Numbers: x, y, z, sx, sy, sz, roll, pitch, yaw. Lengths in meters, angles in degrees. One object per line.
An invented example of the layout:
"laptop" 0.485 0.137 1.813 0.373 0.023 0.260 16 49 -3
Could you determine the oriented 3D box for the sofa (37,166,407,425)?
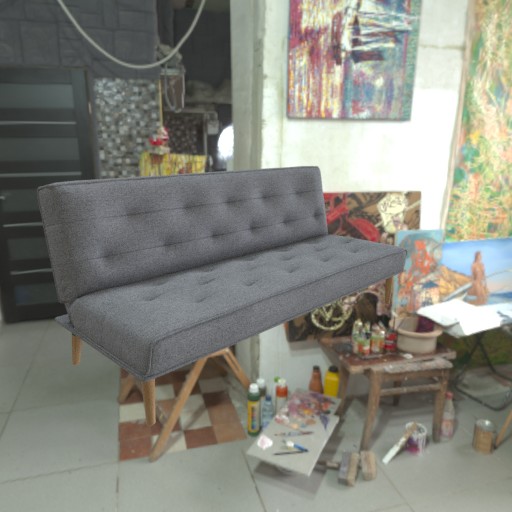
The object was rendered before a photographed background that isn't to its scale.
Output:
"sofa" 0.000 0.000 2.304 0.810 0.830 1.820 14 20 43
